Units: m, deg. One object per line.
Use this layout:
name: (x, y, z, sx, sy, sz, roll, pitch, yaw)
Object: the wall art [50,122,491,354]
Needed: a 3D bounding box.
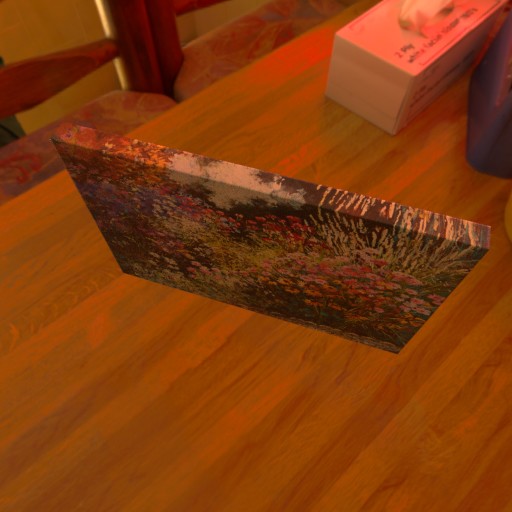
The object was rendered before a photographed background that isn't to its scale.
wall art: (0.000, 0.000, 0.772, 0.610, 0.406, 0.037, 15, 61, 9)
